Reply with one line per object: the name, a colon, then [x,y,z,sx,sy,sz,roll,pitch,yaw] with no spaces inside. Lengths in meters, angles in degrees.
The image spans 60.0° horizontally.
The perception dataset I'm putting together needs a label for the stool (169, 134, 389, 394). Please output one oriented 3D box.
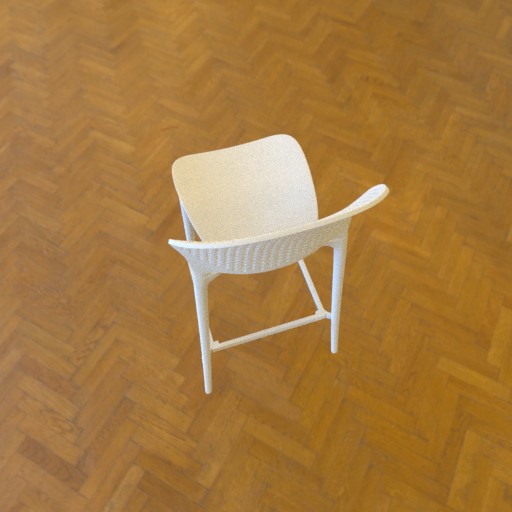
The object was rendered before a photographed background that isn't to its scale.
stool: [0.000,0.000,1.367,0.536,1.045,0.535,-15,61,-9]
